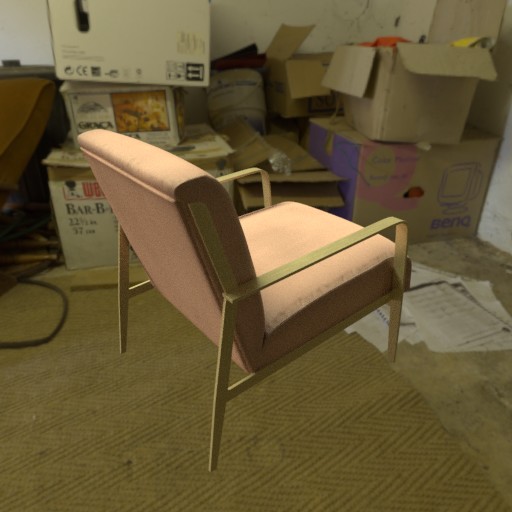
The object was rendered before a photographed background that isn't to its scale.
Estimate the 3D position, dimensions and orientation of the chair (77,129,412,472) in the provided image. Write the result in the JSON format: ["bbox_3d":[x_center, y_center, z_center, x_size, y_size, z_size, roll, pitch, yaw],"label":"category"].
[{"bbox_3d":[0.000,0.000,1.457,0.848,0.823,0.701,-19,32,-33],"label":"chair"}]
